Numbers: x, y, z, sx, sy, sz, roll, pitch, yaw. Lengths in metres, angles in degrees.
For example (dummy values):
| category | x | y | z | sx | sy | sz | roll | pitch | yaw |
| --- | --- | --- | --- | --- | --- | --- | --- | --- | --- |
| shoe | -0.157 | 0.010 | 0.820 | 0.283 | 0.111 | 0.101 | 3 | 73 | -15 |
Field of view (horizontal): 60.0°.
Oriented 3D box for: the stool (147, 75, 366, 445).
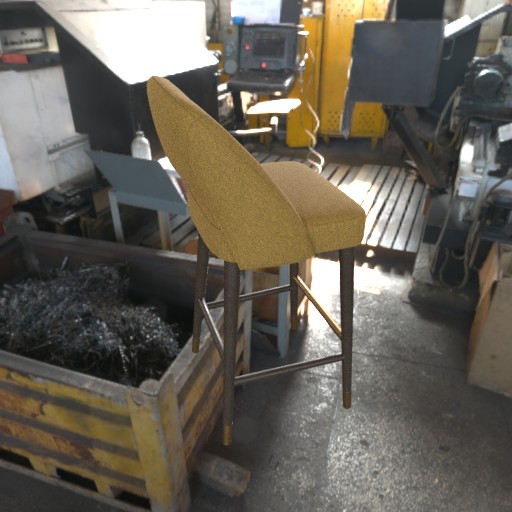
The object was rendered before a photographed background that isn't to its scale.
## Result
| category | x | y | z | sx | sy | sz | roll | pitch | yaw |
| --- | --- | --- | --- | --- | --- | --- | --- | --- | --- |
| stool | 0.000 | 0.000 | 1.342 | 0.522 | 1.032 | 0.536 | -10 | 32 | -17 |
